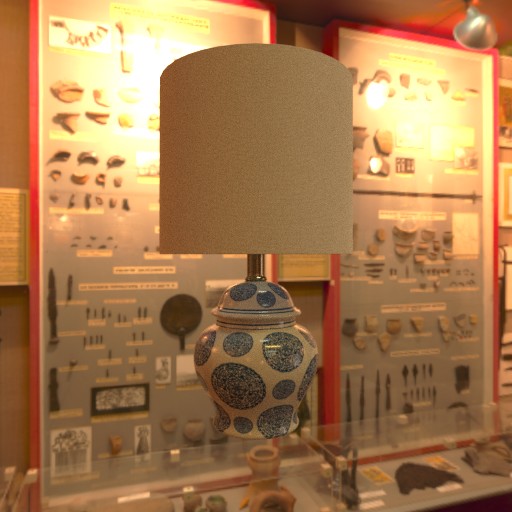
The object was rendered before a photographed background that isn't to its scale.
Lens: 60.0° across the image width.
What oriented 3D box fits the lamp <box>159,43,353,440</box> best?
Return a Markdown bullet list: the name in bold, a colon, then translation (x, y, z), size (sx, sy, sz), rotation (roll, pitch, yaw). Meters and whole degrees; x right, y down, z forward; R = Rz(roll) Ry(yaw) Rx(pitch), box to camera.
- **lamp**: translation (0.000, 0.000, 0.503), size (0.215, 0.381, 0.215), rotation (0, 0, -17)
